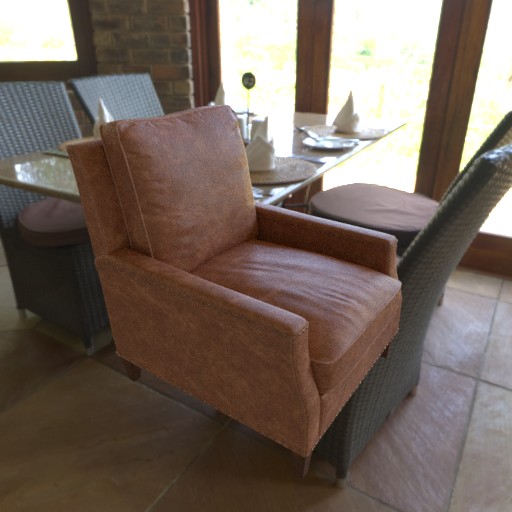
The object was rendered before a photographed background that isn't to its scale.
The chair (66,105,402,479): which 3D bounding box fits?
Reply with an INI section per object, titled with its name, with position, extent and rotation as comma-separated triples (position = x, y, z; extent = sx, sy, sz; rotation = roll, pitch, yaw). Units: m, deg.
[chair]
position = 0.000, 0.000, 1.763
extent = 1.035, 1.054, 0.854
rotation = 17, 30, 31
